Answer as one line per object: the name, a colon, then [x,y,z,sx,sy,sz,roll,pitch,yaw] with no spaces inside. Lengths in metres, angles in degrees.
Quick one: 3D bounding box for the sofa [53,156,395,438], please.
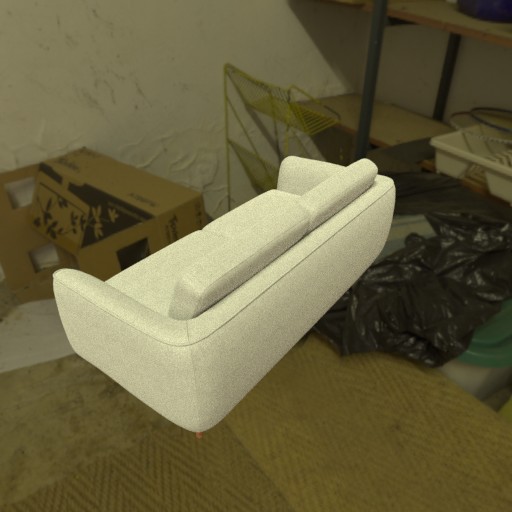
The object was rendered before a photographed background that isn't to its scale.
sofa: [0.000,0.000,2.512,0.920,0.850,2.000,21,38,31]
